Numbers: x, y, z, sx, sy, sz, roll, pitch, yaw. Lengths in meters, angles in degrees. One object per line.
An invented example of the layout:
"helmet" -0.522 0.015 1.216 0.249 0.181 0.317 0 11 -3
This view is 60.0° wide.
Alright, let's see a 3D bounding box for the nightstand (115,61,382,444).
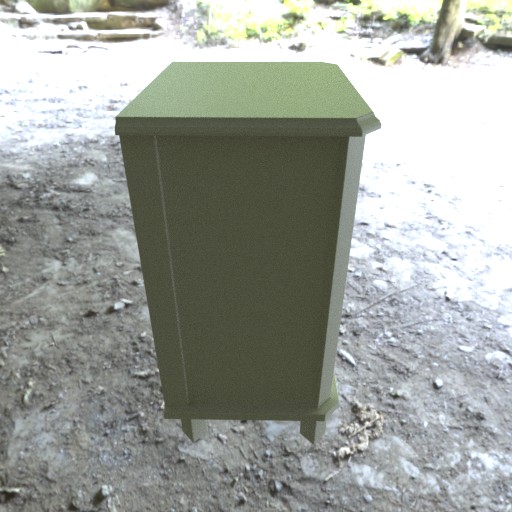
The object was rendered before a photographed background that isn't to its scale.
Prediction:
"nightstand" 0.000 0.000 0.917 0.351 0.681 0.435 1 33 1
